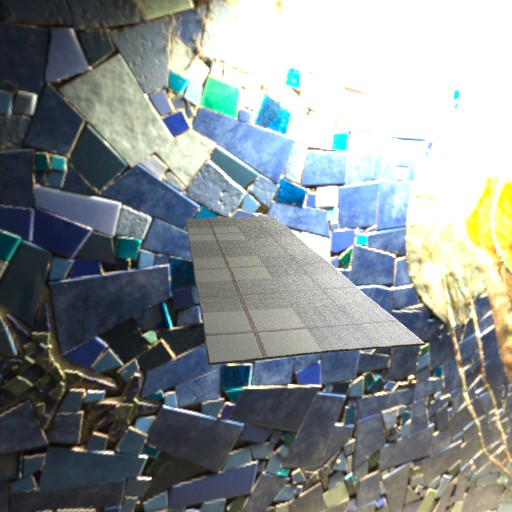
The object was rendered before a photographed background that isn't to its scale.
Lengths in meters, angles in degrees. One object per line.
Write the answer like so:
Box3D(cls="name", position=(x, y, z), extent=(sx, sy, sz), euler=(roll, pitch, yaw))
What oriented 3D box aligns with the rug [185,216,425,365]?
Box3D(cls="rug", position=(0.000, 0.000, 2.645), extent=(0.762, 0.013, 2.439), euler=(-3, 16, -10))
